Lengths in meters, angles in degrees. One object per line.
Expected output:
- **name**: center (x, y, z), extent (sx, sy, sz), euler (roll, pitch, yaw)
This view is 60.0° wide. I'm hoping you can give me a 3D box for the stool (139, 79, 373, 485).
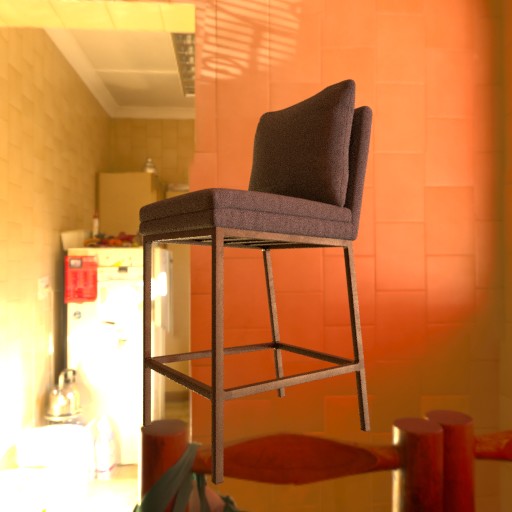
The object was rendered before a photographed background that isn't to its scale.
- **stool**: center (0.000, 0.000, 1.333), extent (0.569, 1.031, 0.463), euler (0, -1, -35)
